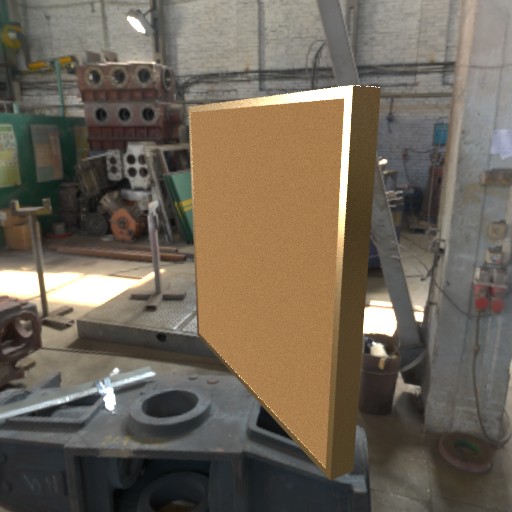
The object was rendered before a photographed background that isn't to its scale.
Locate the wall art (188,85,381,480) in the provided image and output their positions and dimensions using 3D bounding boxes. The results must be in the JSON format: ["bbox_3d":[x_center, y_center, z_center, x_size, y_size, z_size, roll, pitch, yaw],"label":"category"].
[{"bbox_3d":[0.000,0.000,0.764,0.040,0.509,0.509,-8,18,-27],"label":"wall art"}]
